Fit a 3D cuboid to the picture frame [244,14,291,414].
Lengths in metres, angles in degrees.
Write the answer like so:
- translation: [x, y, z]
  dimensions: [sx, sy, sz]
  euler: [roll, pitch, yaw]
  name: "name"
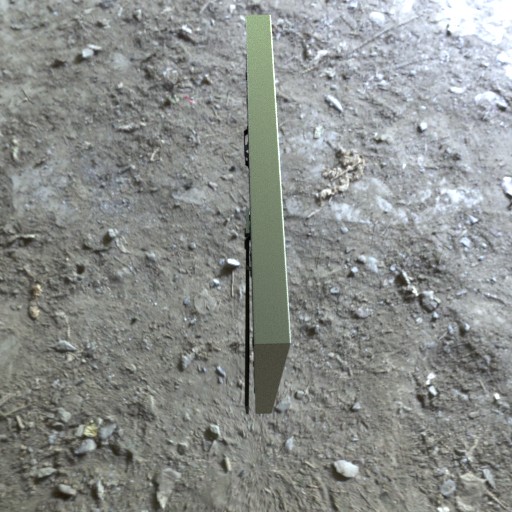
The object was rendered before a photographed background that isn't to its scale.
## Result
- translation: [0.000, 0.000, 0.515]
  dimensions: [0.036, 0.386, 0.307]
  euler: [-1, 64, -1]
  name: "picture frame"
